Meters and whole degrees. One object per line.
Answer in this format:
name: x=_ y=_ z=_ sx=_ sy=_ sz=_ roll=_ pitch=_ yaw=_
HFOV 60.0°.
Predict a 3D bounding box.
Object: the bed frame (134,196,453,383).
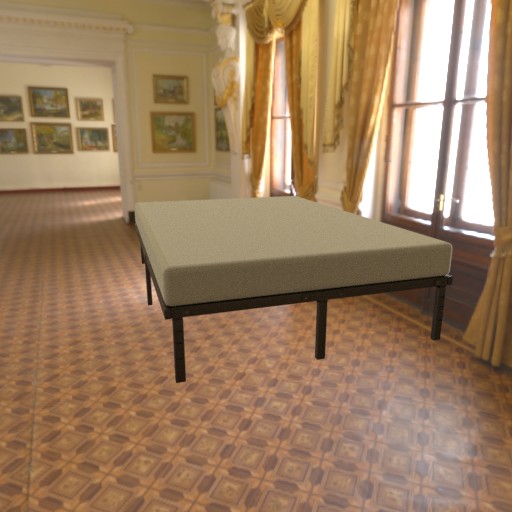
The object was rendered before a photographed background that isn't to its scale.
bed frame: x=0.000 y=0.000 z=3.892 sx=2.205 sy=0.680 sz=2.842 roll=-3 pitch=15 yaw=-11
